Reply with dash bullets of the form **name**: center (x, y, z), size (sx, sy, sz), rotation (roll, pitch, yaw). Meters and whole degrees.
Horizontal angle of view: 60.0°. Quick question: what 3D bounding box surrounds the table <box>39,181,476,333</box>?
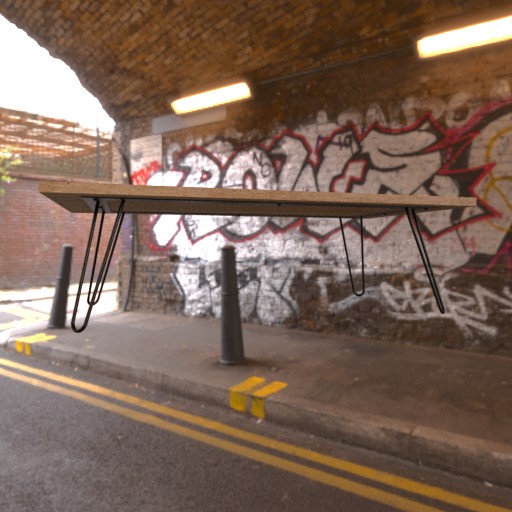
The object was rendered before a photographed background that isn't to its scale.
- **table**: center (0.000, 0.000, 1.645), size (1.348, 0.400, 0.699), rotation (0, 1, -17)
